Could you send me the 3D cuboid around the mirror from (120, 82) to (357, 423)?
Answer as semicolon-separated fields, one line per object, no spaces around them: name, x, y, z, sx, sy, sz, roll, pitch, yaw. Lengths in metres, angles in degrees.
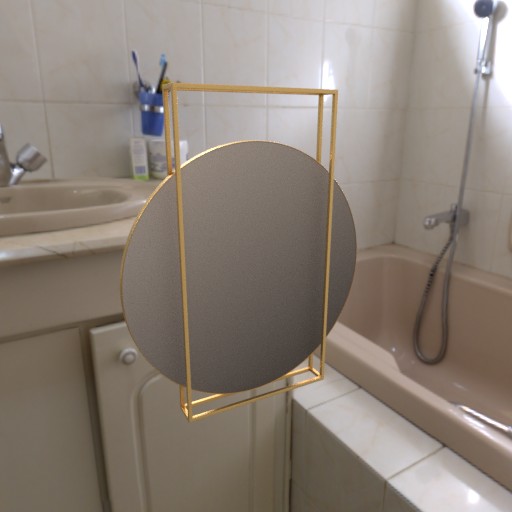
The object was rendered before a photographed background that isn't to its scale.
mirror;0.000;0.000;0.847;0.508;0.603;0.051;-9;19;-27
